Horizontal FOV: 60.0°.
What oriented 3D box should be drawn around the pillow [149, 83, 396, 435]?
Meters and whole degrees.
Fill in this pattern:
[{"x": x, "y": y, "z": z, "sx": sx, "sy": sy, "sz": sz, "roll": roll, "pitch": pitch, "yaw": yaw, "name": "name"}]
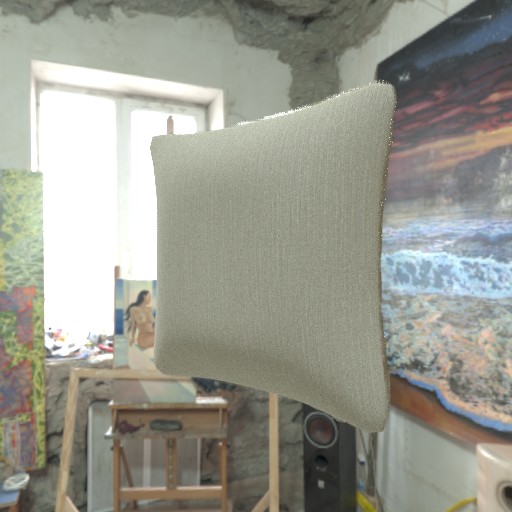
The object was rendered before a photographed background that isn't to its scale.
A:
[{"x": 0.000, "y": 0.000, "z": 0.821, "sx": 0.538, "sy": 0.525, "sz": 0.216, "roll": 1, "pitch": 1, "yaw": 37, "name": "pillow"}]
